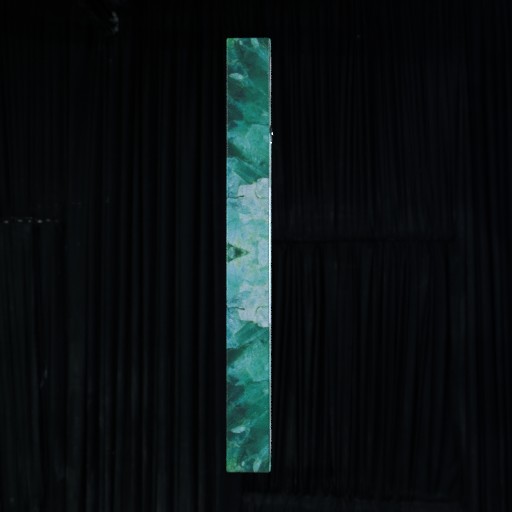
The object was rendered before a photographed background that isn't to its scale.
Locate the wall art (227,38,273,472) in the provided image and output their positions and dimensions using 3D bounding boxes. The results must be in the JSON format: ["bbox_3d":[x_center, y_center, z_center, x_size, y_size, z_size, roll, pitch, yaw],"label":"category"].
[{"bbox_3d":[0.000,0.000,0.474,0.033,0.313,0.313,0,0,2],"label":"wall art"}]
